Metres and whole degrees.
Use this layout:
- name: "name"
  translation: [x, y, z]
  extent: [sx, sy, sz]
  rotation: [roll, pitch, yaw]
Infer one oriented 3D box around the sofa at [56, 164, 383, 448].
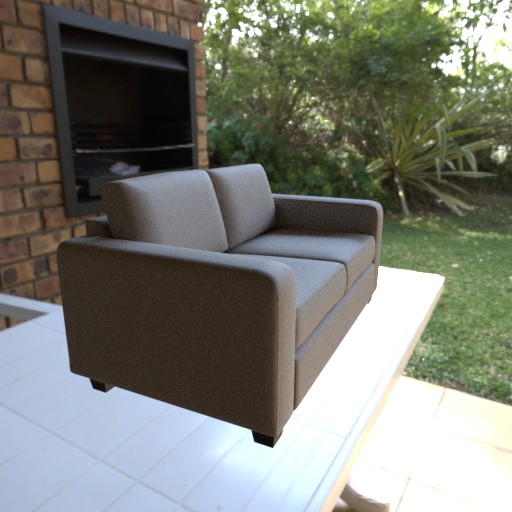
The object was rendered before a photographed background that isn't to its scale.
- name: "sofa"
  translation: [0.000, 0.000, 2.103]
  extent: [0.900, 0.800, 1.540]
  rotation: [8, 17, 25]
